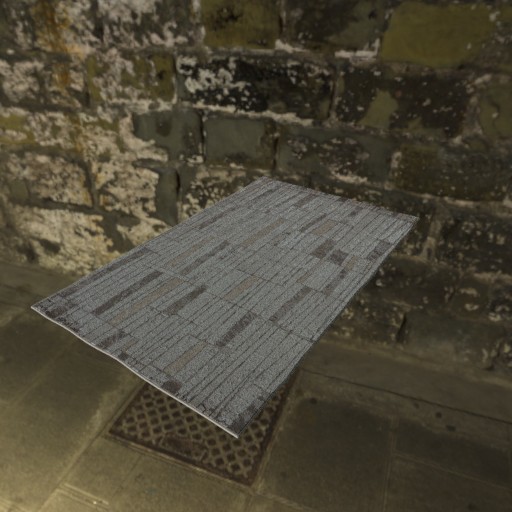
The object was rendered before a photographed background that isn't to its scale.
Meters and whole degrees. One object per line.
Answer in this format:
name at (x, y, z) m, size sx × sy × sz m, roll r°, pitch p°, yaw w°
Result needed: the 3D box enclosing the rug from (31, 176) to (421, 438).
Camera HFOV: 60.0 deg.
rug at (0.000, 0.000, 3.078) m, size 1.531 × 0.023 × 2.444 m, roll 21°, pitch 38°, yaw 29°
